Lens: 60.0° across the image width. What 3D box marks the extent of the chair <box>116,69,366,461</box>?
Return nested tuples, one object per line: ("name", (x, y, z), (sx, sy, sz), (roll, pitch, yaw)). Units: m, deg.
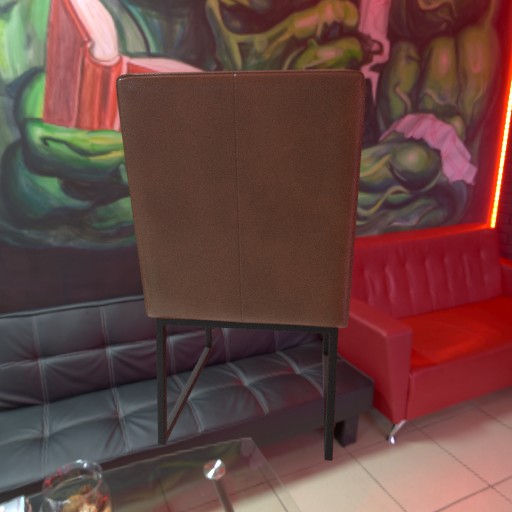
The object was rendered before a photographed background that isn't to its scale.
("chair", (0.000, 0.000, 1.283), (0.520, 0.930, 0.634), (2, 15, 7))
